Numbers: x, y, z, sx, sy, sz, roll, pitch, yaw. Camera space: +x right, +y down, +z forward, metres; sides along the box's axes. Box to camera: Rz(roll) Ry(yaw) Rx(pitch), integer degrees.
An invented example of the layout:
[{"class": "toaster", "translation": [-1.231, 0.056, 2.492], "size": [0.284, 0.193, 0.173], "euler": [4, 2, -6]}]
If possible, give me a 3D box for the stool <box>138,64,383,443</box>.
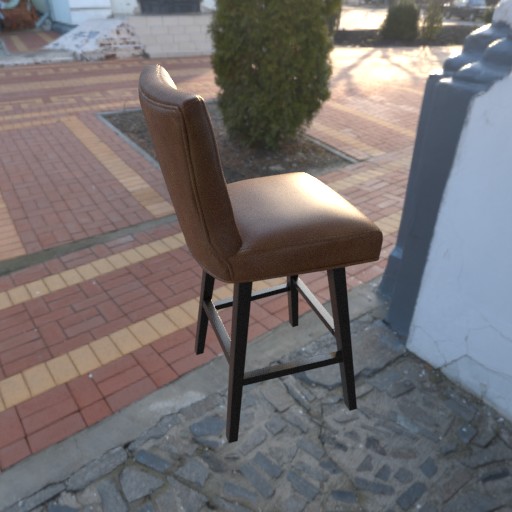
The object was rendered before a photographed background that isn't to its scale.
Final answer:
[{"class": "stool", "translation": [0.000, 0.000, 1.412], "size": [0.585, 1.094, 0.522], "euler": [-11, 33, -17]}]
